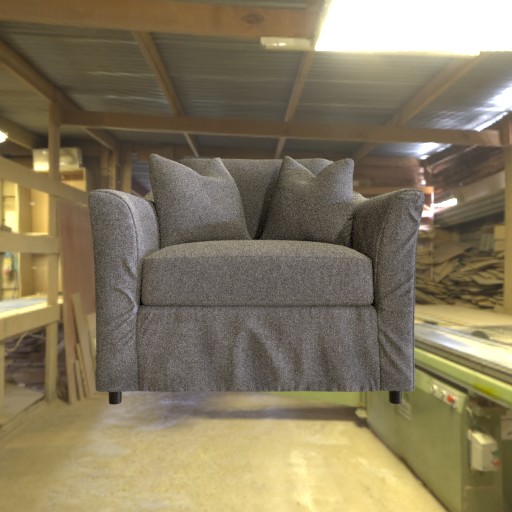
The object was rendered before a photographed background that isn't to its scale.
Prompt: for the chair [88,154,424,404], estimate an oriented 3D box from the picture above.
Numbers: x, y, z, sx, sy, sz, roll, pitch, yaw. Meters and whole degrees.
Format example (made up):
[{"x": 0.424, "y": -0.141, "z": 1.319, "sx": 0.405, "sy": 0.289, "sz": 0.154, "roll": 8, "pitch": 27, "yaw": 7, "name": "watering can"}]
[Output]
[{"x": 0.000, "y": 0.000, "z": 2.061, "sx": 1.194, "sy": 1.059, "sz": 1.071, "roll": 0, "pitch": -2, "yaw": 0, "name": "chair"}]
